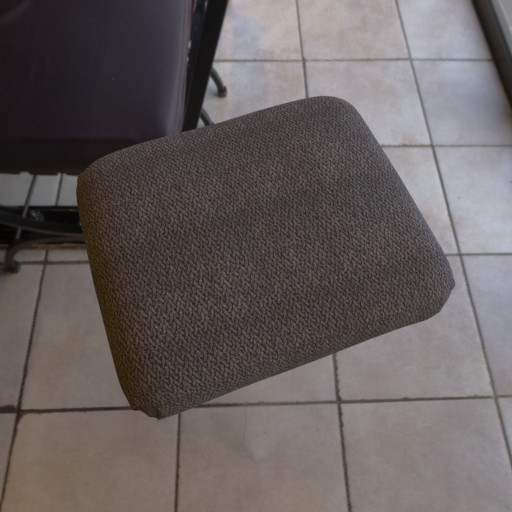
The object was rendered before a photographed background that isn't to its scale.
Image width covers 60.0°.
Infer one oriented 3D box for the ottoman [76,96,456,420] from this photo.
[{"bbox_3d":[0.000,0.000,1.125,0.747,0.450,0.622,-19,66,-8],"label":"ottoman"}]
